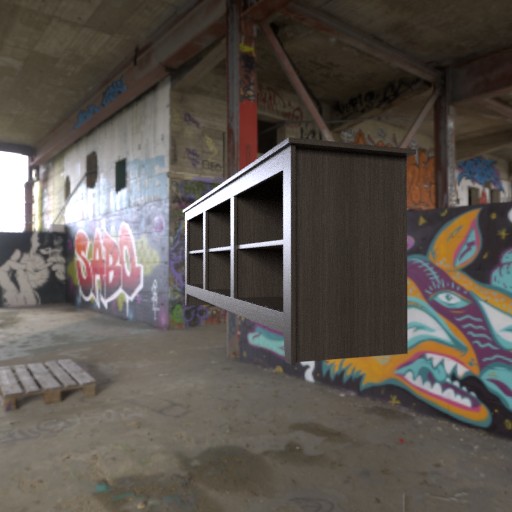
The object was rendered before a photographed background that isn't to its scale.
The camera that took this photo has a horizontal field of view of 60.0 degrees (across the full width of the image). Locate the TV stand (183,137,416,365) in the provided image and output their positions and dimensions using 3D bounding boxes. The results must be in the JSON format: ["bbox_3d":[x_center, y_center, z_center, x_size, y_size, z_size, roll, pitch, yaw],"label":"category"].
[{"bbox_3d":[0.000,0.000,2.082,0.406,0.610,1.778,0,-1,-18],"label":"TV stand"}]
